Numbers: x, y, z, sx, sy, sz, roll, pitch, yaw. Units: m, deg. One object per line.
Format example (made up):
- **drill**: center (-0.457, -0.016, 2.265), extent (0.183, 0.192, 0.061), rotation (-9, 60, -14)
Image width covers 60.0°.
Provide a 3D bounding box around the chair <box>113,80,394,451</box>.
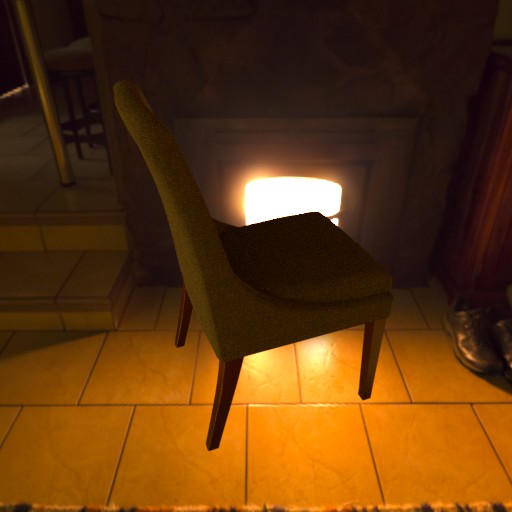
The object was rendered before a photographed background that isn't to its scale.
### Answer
- **chair**: center (0.000, 0.000, 1.311), extent (0.655, 0.952, 0.508), rotation (-11, 33, -17)
